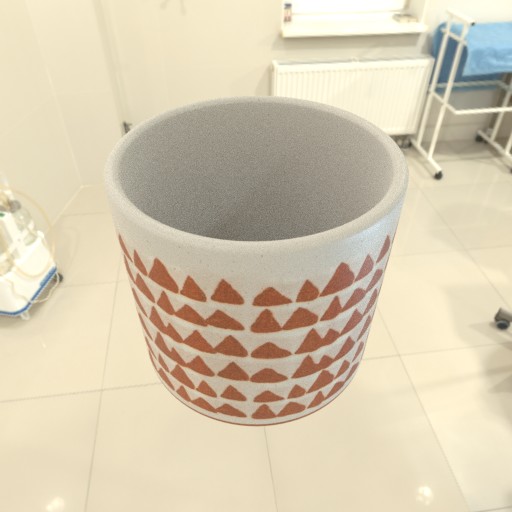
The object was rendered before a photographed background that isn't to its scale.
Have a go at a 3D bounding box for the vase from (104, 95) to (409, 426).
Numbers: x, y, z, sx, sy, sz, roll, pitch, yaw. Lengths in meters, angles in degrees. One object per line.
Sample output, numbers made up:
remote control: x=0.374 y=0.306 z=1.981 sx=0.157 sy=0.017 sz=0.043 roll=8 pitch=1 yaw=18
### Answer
vase: x=0.000 y=0.000 z=0.245 sx=0.137 sy=0.127 sz=0.137 roll=0 pitch=41 yaw=0
